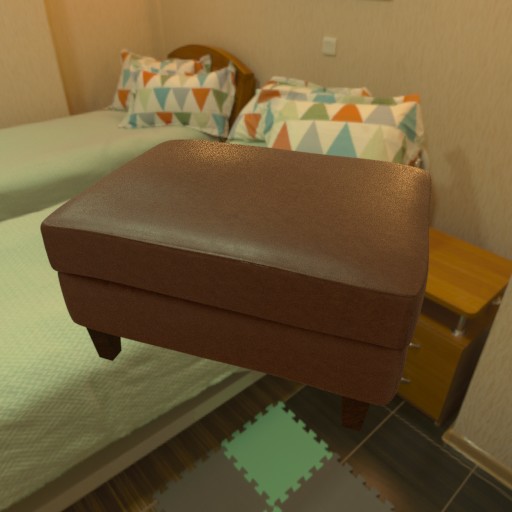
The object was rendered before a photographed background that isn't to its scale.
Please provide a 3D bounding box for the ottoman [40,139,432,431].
[{"bbox_3d":[0.000,0.000,1.234,0.851,0.485,0.650,11,35,16],"label":"ottoman"}]
